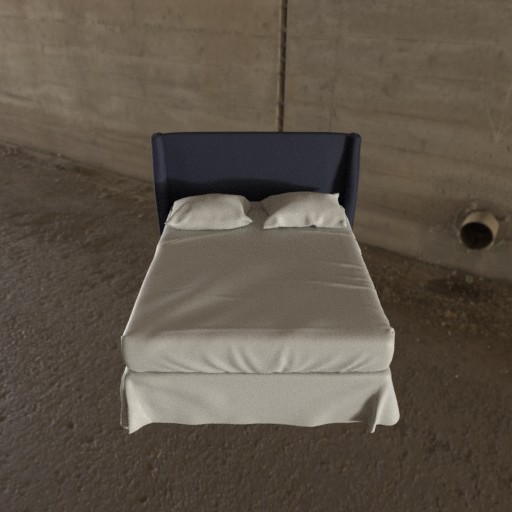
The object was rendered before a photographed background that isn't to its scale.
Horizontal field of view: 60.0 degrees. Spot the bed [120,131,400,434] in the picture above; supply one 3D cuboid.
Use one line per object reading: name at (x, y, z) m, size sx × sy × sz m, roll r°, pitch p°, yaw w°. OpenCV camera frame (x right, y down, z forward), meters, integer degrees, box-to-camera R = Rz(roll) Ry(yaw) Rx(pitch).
bed at (0.000, 0.000, 3.467) m, size 1.925 × 1.332 × 2.276 m, roll 0°, pitch 31°, yaw 0°
